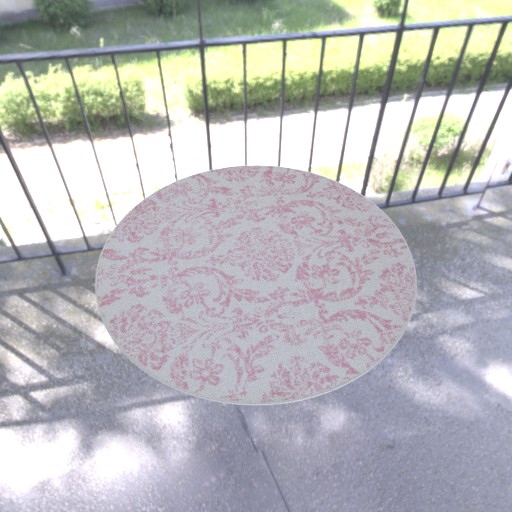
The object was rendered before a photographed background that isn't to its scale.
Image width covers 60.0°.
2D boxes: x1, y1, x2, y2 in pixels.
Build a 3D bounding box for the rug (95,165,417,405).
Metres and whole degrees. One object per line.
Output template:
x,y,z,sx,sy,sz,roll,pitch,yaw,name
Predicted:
0.000,0.000,2.261,1.593,0.012,1.593,0,46,0,rug
